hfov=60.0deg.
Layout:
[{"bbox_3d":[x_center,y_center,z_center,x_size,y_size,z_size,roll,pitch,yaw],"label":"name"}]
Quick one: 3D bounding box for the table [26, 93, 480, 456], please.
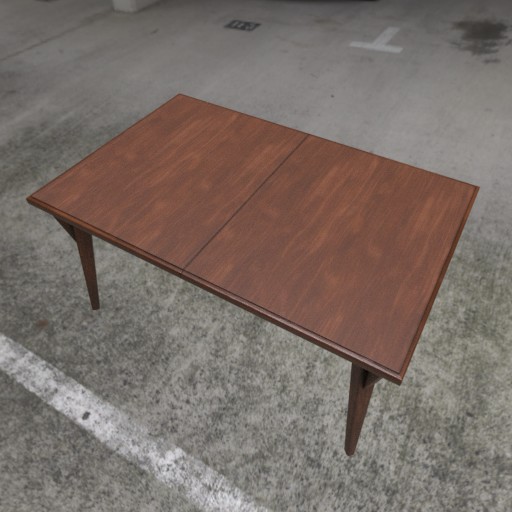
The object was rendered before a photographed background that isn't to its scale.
[{"bbox_3d":[0.000,0.000,2.045,1.524,0.761,0.990,24,52,20],"label":"table"}]
